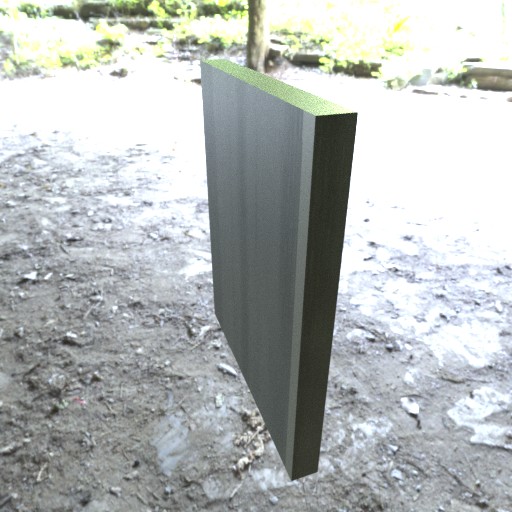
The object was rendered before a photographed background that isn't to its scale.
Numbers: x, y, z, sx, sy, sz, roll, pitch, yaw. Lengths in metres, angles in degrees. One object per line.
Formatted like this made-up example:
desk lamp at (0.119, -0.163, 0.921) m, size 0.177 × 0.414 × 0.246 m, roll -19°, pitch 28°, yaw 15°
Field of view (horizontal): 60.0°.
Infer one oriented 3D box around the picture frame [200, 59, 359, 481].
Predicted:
picture frame at (0.000, 0.000, 0.738) m, size 0.046 × 0.555 × 0.449 m, roll -10°, pitch 32°, yaw -17°
